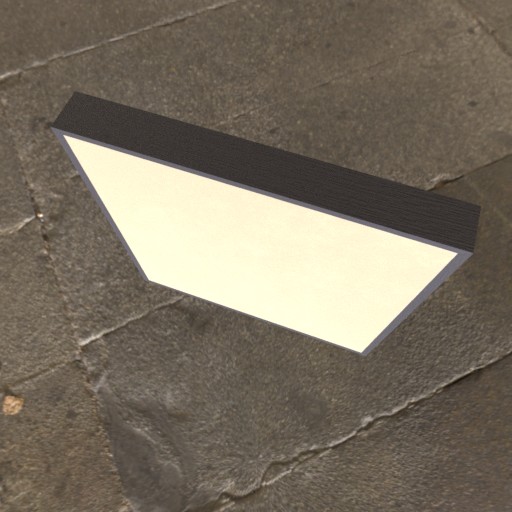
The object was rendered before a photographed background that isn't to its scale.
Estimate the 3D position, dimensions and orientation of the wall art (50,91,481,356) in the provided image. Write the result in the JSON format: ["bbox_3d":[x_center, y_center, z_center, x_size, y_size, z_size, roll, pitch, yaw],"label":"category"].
[{"bbox_3d":[0.000,0.000,0.442,0.302,0.300,0.036,18,66,8],"label":"wall art"}]
